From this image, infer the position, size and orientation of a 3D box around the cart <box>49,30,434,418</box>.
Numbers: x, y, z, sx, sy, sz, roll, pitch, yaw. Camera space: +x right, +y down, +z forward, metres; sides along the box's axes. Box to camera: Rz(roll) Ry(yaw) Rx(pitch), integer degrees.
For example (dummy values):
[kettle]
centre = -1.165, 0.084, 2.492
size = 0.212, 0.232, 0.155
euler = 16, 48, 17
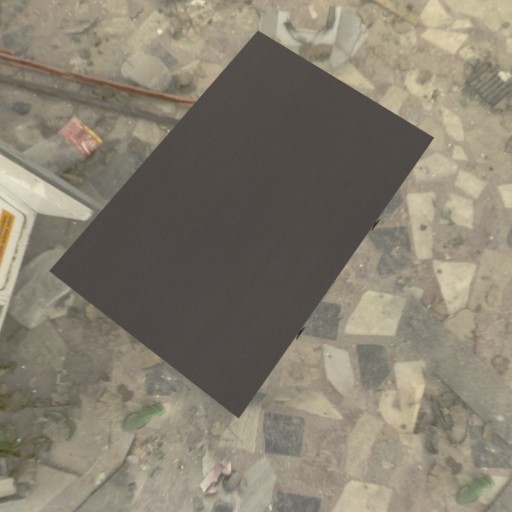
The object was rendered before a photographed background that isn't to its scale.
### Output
[cart]
centre = 0.000, 0.000, 1.280
size = 0.449, 0.878, 0.690
euler = 35, 78, 9
